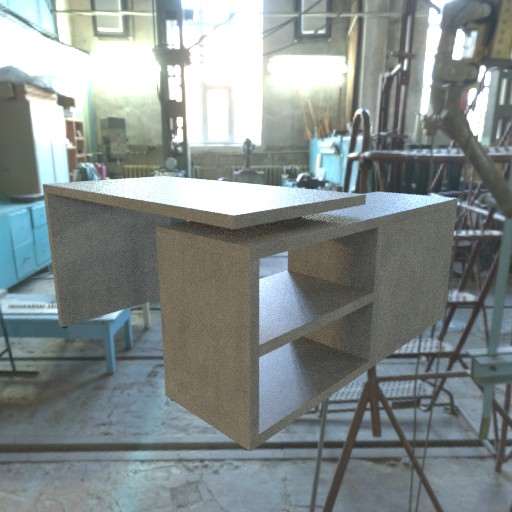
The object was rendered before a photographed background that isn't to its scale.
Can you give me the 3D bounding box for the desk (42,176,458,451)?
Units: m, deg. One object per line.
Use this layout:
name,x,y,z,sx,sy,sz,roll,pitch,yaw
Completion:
desk,0.000,0.000,2.270,1.400,0.740,1.500,14,20,42
